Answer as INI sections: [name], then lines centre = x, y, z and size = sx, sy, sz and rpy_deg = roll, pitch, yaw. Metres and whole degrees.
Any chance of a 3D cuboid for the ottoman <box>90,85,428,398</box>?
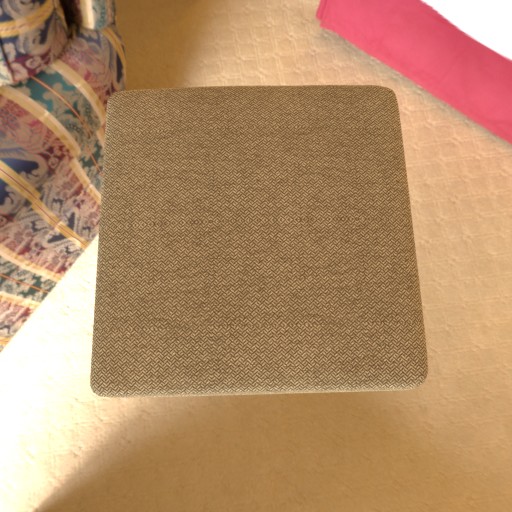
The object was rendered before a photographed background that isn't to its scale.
[ottoman]
centre = 0.000, 0.000, 0.893
size = 0.512, 0.453, 0.519
rpy_deg = -1, 76, 0
